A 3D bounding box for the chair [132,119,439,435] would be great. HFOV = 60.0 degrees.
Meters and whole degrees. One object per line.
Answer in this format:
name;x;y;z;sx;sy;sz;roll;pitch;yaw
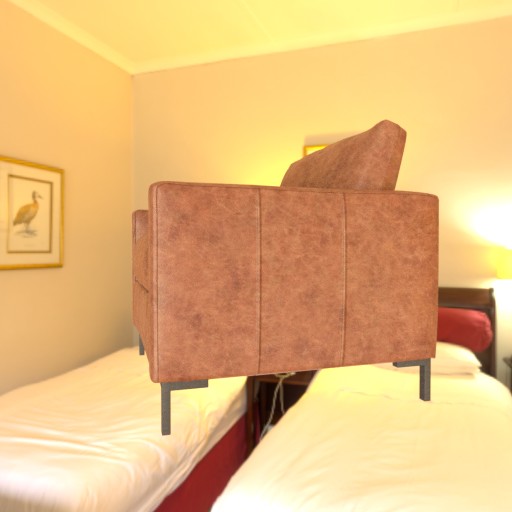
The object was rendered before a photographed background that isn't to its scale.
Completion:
chair;0.000;0.000;1.634;0.862;0.869;0.967;0;1;-18
